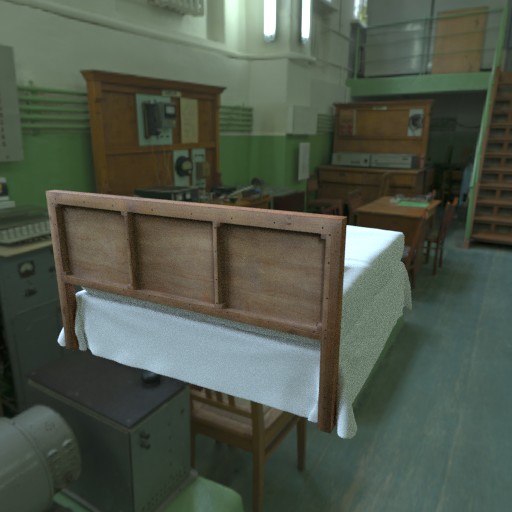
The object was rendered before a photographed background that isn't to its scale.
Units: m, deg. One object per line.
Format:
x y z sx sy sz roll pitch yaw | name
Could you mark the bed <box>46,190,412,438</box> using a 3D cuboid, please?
0.000 0.000 3.525 2.255 1.158 2.165 8 18 27 | bed
